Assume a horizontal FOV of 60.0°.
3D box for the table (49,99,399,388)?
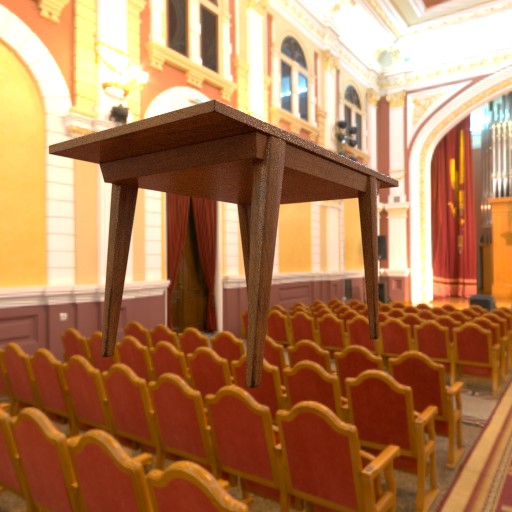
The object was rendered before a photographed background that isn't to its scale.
[{"bbox_3d":[0.000,0.000,1.876,0.757,0.760,1.400,0,-1,36],"label":"table"}]
